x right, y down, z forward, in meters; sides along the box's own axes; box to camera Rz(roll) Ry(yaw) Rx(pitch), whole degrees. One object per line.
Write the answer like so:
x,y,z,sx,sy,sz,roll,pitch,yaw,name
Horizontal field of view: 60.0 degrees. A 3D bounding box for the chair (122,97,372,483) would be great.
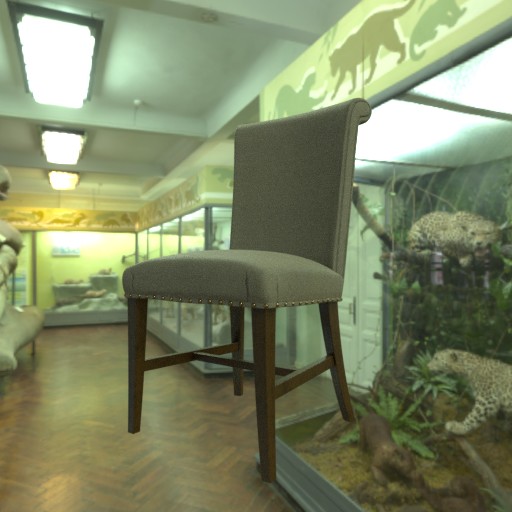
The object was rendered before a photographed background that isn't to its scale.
0.000,0.000,1.329,0.513,0.988,0.608,-1,-1,36,chair
